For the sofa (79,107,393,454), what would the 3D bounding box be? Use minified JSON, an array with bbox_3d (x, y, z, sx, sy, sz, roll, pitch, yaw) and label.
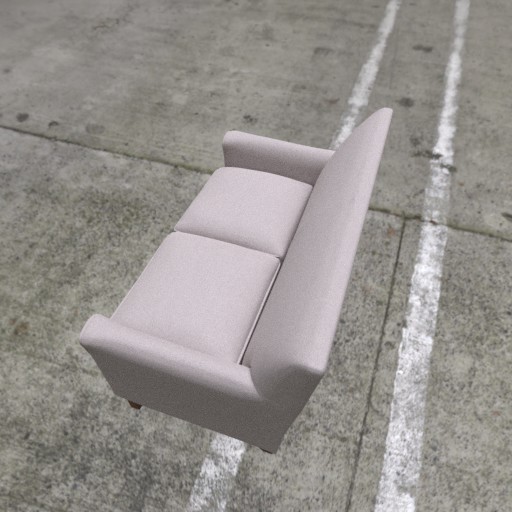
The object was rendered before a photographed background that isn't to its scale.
[{"bbox_3d":[0.000,0.000,2.049,0.888,0.890,1.482,14,48,13],"label":"sofa"}]
